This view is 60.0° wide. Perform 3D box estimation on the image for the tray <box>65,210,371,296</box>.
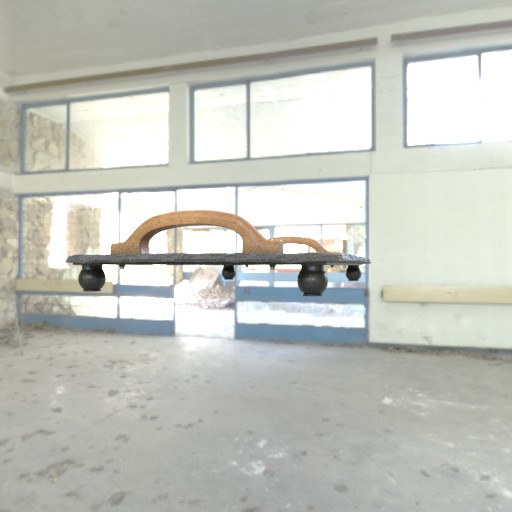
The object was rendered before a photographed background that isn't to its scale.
[{"bbox_3d":[0.000,0.000,0.479,0.231,0.062,0.387,0,-1,18],"label":"tray"}]
